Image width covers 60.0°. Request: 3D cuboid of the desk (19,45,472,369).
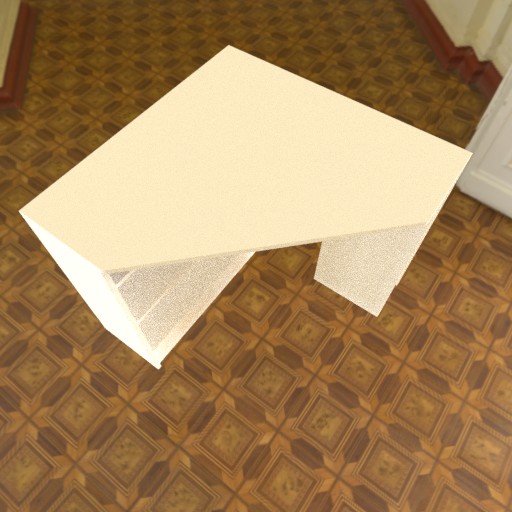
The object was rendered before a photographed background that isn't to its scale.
[{"bbox_3d":[0.000,0.000,1.619,0.926,0.818,0.940,32,63,18],"label":"desk"}]
